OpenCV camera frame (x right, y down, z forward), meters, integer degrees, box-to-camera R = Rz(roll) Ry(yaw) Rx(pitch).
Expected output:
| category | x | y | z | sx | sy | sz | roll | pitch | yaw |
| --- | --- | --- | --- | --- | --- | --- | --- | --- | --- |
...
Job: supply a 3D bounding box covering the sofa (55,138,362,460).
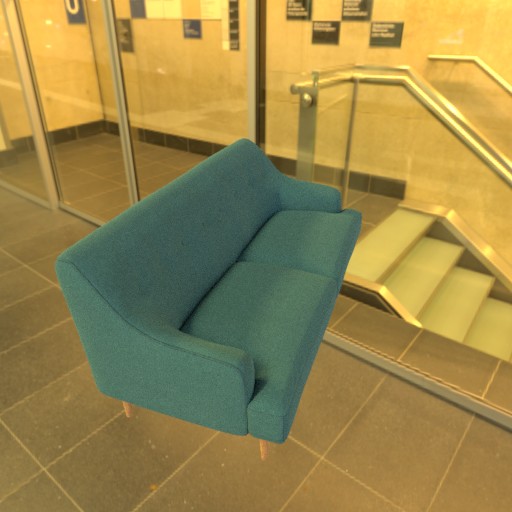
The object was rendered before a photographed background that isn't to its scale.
| category | x | y | z | sx | sy | sz | roll | pitch | yaw |
| --- | --- | --- | --- | --- | --- | --- | --- | --- | --- |
| sofa | 0.000 | 0.000 | 2.572 | 0.978 | 0.871 | 2.057 | 10 | 30 | 17 |
